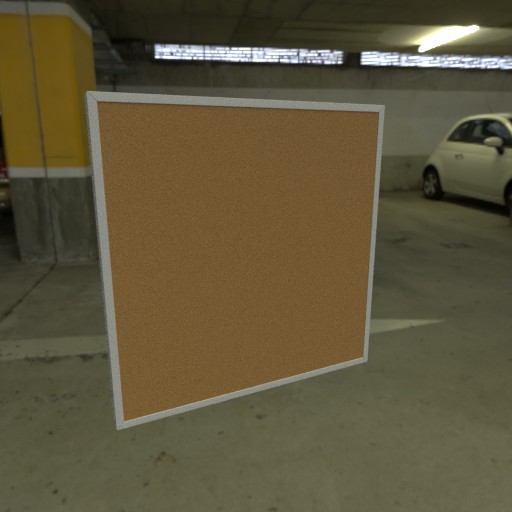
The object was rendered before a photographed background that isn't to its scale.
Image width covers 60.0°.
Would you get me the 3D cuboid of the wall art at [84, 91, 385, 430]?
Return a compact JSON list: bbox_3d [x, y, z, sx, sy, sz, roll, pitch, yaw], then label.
[{"bbox_3d":[0.000,0.000,1.144,0.762,0.762,0.038,-7,16,-26],"label":"wall art"}]
